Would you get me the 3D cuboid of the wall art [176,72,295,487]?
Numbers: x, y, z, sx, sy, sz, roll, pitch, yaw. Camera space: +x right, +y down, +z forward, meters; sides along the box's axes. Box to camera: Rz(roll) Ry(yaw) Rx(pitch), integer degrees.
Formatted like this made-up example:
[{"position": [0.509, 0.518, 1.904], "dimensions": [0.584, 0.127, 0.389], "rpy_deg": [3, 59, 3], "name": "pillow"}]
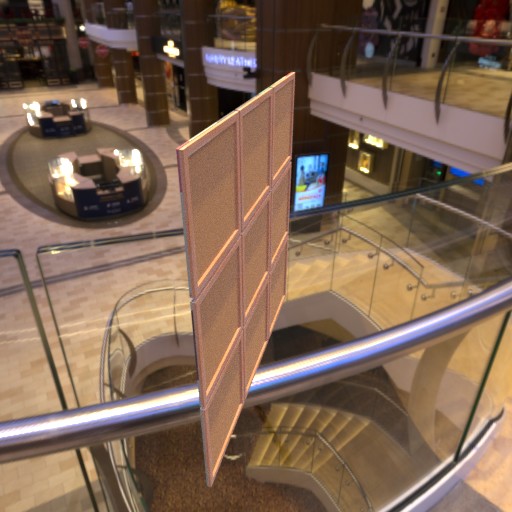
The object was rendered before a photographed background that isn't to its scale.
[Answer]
[{"position": [0.000, 0.000, 1.328], "dimensions": [0.012, 0.910, 0.911], "rpy_deg": [8, 31, 14], "name": "wall art"}]
